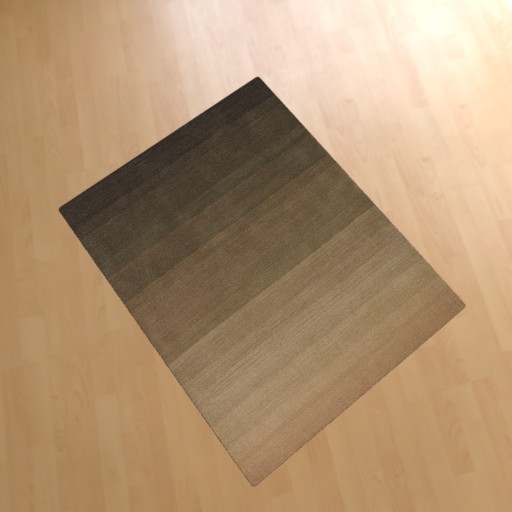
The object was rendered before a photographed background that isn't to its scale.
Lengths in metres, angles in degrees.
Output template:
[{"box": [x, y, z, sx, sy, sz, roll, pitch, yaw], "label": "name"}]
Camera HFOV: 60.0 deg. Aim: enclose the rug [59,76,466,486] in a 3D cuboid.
[{"box": [0.000, 0.000, 3.892, 2.306, 0.017, 2.902, -37, 78, -9], "label": "rug"}]
